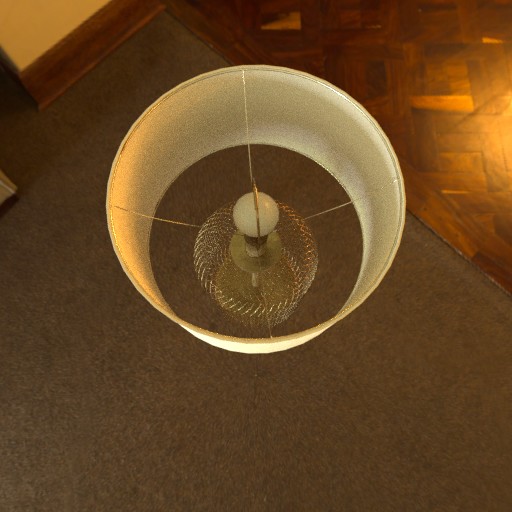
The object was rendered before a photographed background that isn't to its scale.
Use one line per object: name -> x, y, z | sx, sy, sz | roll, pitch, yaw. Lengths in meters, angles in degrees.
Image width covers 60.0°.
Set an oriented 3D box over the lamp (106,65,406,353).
lamp -> 0.000, 0.000, 0.801 | 0.353, 0.578, 0.353 | 0, 75, 0
